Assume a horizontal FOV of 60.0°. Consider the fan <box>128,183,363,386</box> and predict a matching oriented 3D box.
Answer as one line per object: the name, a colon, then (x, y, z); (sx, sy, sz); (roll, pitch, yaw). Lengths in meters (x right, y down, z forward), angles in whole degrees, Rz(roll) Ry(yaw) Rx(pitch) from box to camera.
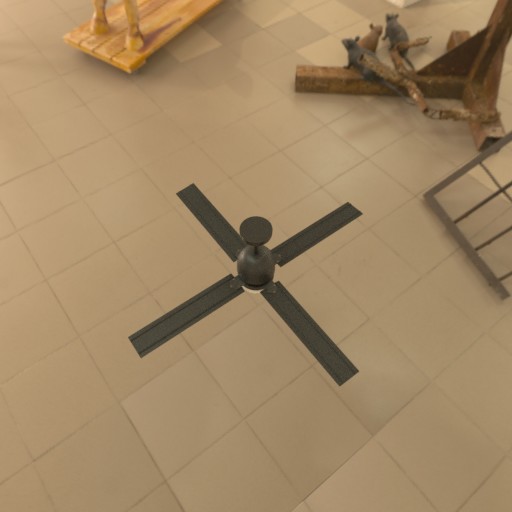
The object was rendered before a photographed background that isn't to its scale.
fan: (0.000, 0.000, 2.034); (1.319, 0.410, 1.319); (-33, 63, -20)
